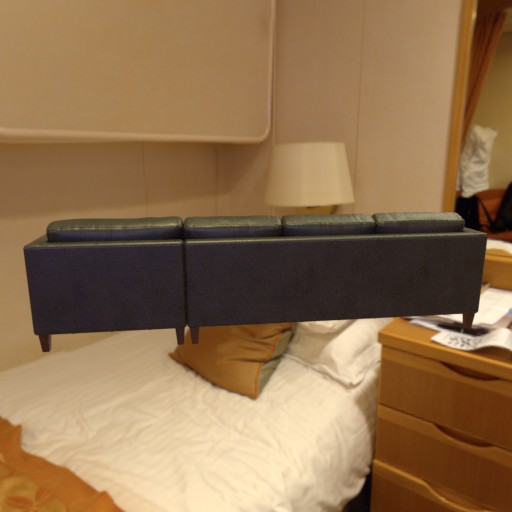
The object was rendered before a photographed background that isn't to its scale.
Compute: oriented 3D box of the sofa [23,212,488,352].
[{"bbox_3d":[0.000,0.000,3.838,3.203,0.883,1.581,-2,14,-7],"label":"sofa"}]
